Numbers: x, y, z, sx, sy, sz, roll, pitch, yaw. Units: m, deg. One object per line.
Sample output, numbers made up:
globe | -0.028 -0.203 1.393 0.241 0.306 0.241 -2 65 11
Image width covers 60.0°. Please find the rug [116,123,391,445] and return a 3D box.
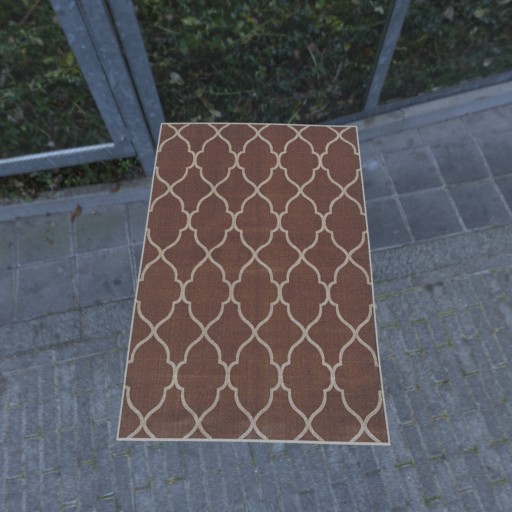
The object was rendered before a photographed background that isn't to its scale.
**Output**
rug | 0.000 0.000 2.945 1.528 0.014 2.294 1 64 0
